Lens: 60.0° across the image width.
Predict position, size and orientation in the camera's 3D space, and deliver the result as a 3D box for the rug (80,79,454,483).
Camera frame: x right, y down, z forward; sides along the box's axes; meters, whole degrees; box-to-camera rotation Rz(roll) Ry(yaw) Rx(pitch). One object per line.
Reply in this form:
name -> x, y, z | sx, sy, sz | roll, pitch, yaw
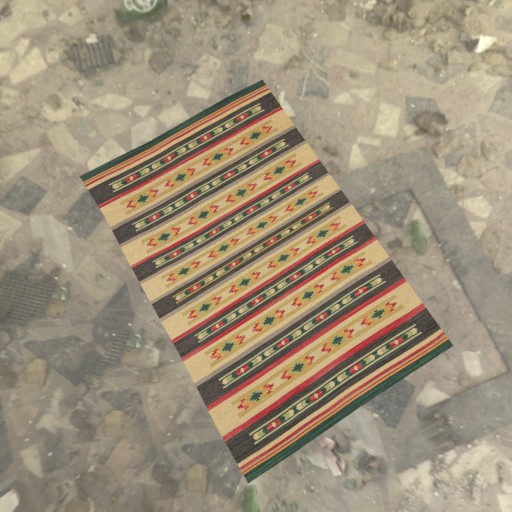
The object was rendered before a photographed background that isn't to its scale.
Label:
rug -> 0.000, 0.000, 2.961 | 1.522, 0.010, 2.311 | -30, 77, -8
